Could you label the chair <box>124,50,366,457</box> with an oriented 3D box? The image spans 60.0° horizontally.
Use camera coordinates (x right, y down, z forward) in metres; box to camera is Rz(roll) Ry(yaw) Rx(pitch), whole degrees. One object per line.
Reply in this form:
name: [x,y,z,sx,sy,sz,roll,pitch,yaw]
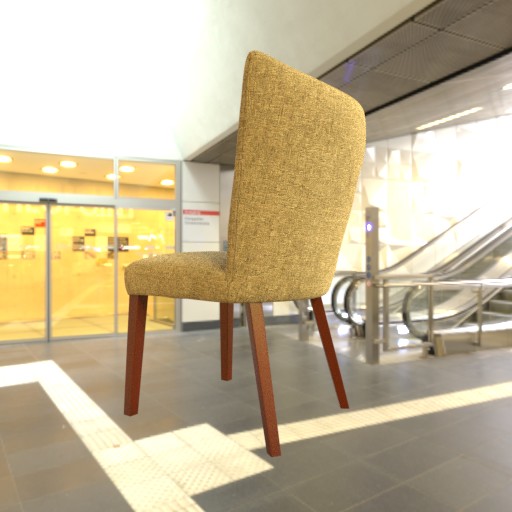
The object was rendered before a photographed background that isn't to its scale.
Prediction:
chair: [0.000,0.000,1.304,0.623,0.924,0.535,0,0,35]
